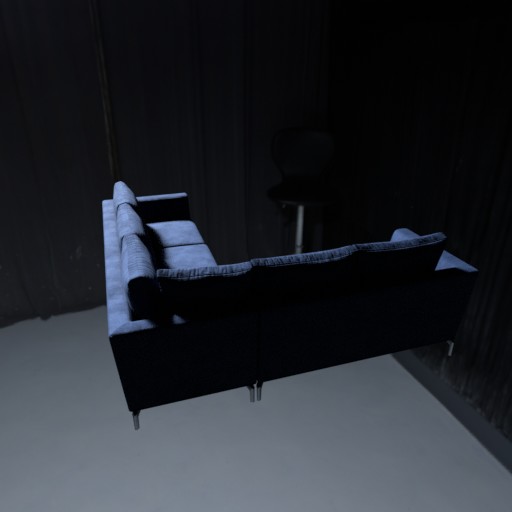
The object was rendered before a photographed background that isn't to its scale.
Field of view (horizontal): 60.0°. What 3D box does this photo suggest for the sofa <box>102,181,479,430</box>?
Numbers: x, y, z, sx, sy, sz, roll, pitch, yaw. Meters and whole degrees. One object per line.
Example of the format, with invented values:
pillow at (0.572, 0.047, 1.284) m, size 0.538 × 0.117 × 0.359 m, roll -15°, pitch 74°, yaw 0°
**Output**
sofa at (0.000, 0.000, 3.885) m, size 2.472 × 0.988 × 2.463 m, roll -8°, pitch 26°, yaw -16°
